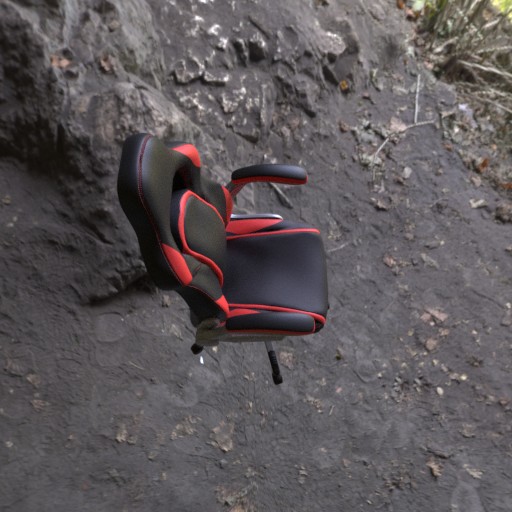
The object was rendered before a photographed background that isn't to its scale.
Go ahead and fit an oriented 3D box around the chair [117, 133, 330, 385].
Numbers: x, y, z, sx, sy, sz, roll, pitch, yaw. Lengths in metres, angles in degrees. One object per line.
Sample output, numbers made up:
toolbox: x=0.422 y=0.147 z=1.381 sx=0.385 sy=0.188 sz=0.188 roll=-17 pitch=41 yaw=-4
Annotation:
chair: x=0.000 y=0.000 z=1.649 sx=0.712 sy=1.165 sz=0.758 roll=0 pitch=65 yaw=0
